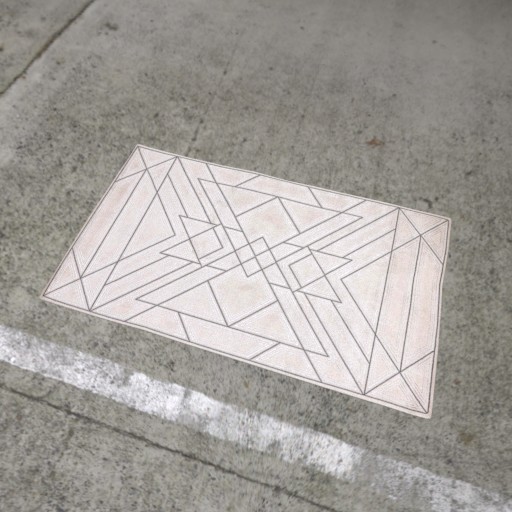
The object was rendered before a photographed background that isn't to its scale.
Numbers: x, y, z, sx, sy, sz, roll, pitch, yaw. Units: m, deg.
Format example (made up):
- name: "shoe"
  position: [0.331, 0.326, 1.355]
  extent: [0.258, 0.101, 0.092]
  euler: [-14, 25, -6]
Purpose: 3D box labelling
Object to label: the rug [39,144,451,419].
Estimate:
- name: "rug"
  position: [0.000, 0.000, 1.053]
  extent: [0.869, 0.008, 0.511]
  euler: [15, 59, 9]
